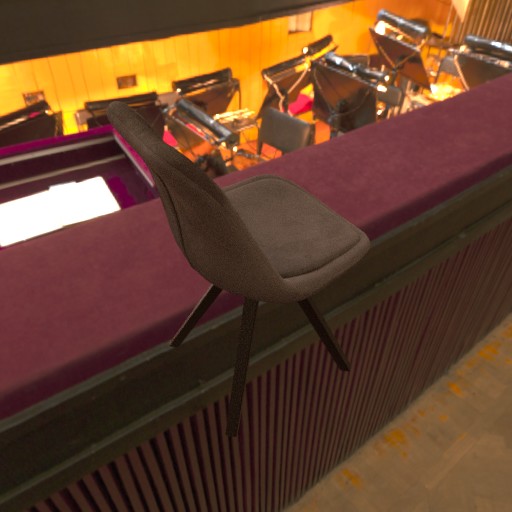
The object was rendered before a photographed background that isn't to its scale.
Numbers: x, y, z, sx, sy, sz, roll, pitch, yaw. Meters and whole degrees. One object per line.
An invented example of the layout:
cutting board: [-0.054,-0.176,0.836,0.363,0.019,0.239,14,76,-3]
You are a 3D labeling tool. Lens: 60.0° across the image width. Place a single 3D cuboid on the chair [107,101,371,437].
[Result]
chair: [0.000,0.000,1.171,0.550,0.850,0.476,-23,45,-25]
